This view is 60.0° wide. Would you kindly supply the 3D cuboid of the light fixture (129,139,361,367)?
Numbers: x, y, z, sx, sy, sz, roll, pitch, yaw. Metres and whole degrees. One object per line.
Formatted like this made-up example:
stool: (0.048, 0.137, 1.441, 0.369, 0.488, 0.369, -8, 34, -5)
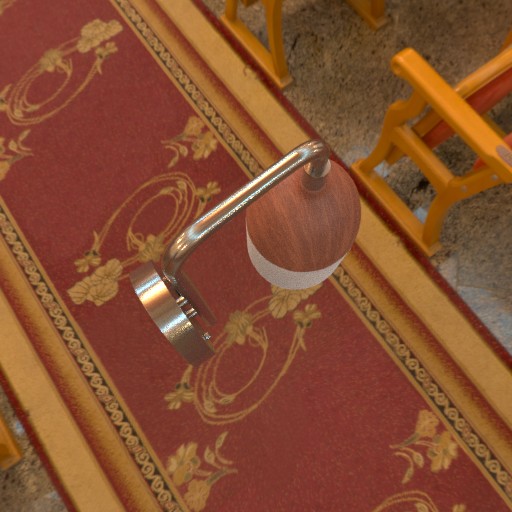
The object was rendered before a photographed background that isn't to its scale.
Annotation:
light fixture: (0.000, 0.000, 0.436, 0.216, 0.343, 0.108, -34, 77, -9)
